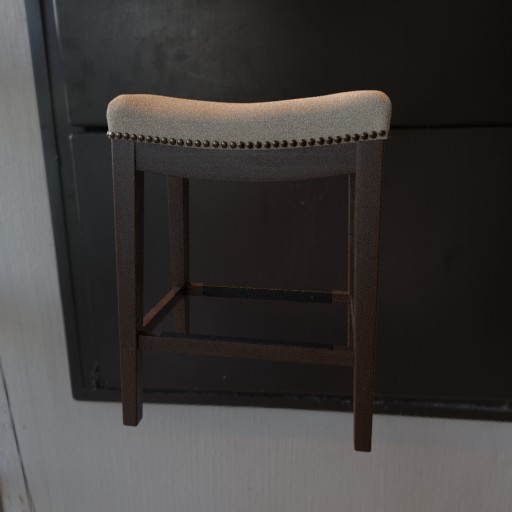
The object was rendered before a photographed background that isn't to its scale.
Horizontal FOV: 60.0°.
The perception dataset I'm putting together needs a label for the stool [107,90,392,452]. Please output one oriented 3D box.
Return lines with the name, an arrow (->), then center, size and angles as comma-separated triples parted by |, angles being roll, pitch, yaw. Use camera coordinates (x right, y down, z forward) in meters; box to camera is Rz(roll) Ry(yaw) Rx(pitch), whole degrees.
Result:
stool -> 0.000, 0.000, 0.976 | 0.509, 0.669, 0.363 | 3, 16, 9
